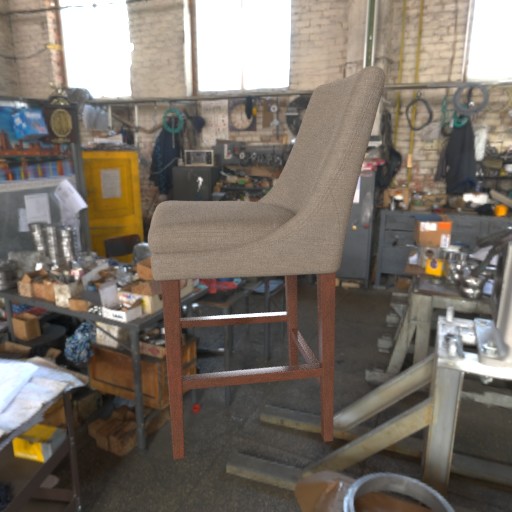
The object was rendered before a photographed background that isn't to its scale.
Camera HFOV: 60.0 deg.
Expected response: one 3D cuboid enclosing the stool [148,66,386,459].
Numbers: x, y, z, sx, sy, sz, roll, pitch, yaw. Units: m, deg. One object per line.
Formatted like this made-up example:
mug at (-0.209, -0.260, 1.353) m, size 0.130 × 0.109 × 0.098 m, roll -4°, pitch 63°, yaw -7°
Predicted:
stool at (0.000, 0.000, 1.286) m, size 0.577 × 0.981 × 0.470 m, roll -2°, pitch 15°, yaw -9°
